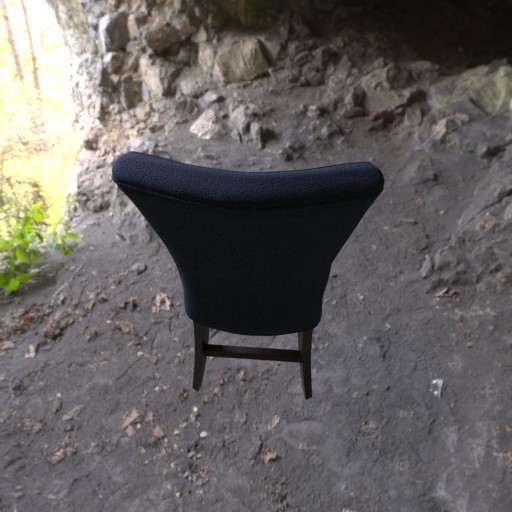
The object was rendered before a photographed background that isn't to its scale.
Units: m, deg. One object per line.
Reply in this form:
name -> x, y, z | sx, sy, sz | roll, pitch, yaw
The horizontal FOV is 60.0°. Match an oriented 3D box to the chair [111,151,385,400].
chair -> 0.000, 0.000, 1.348 | 0.520, 0.991, 0.660 | 3, 46, 3
